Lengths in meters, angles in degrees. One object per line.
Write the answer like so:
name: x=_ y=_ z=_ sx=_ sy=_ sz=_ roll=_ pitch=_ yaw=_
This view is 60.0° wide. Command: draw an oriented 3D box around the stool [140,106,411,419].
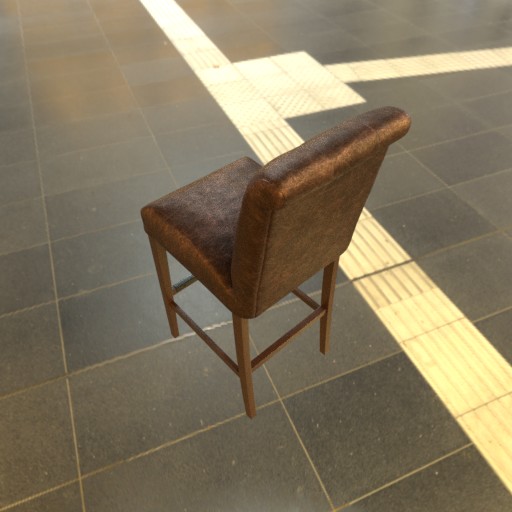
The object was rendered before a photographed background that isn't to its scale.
stool: x=0.000 y=0.000 z=1.531 sx=0.483 sy=1.168 sz=0.659 roll=-33 pitch=54 yaw=-28
